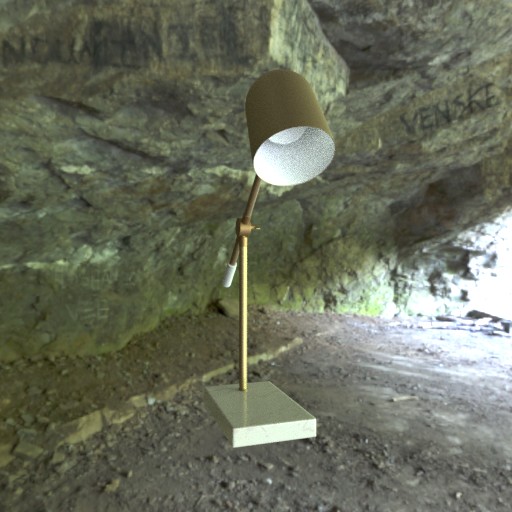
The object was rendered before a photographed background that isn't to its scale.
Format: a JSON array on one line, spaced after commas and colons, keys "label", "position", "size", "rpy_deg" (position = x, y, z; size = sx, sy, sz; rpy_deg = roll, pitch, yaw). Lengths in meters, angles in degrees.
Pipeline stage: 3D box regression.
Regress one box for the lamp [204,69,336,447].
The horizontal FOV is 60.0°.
[{"label": "lamp", "position": [0.000, 0.000, 0.818], "size": [0.144, 0.603, 0.471], "rpy_deg": [0, 0, -18]}]
